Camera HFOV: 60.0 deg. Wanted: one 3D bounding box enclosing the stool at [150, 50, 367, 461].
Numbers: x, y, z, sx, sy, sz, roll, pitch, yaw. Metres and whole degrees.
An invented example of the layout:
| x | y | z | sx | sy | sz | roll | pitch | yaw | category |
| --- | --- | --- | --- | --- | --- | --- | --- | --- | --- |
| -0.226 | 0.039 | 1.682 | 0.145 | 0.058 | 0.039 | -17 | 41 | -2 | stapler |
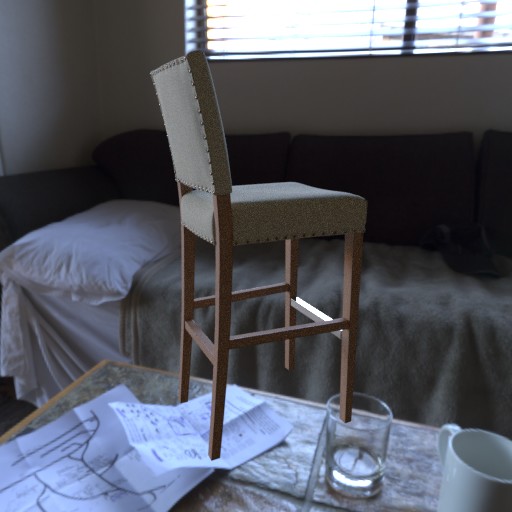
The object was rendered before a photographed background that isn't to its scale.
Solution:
| x | y | z | sx | sy | sz | roll | pitch | yaw | category |
| --- | --- | --- | --- | --- | --- | --- | --- | --- | --- |
| 0.000 | 0.000 | 1.439 | 0.546 | 1.143 | 0.428 | -8 | 18 | -25 | stool |
